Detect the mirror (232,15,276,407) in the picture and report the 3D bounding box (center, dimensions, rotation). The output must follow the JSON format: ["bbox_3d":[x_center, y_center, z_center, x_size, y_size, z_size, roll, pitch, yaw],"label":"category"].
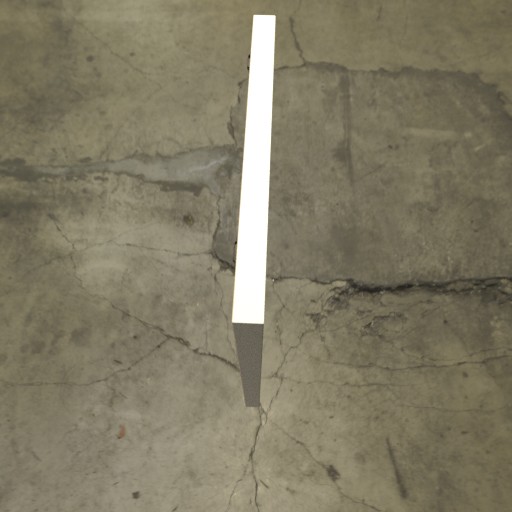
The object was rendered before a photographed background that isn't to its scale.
[{"bbox_3d":[0.000,0.000,0.913,0.040,0.710,0.507,2,64,1],"label":"mirror"}]
